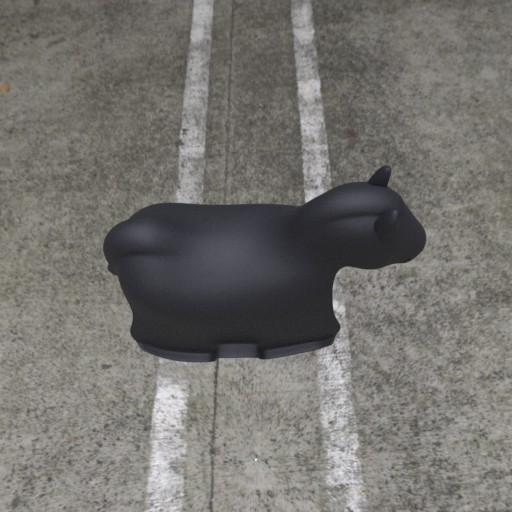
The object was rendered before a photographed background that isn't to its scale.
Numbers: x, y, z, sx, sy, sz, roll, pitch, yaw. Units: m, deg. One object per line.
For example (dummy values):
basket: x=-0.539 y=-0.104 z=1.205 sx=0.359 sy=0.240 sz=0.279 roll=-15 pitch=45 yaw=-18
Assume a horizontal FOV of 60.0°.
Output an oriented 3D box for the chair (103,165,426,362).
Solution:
chair: x=0.000 y=0.000 z=1.143 sx=0.800 sy=0.612 sz=0.429 roll=-1 pitch=65 yaw=0
